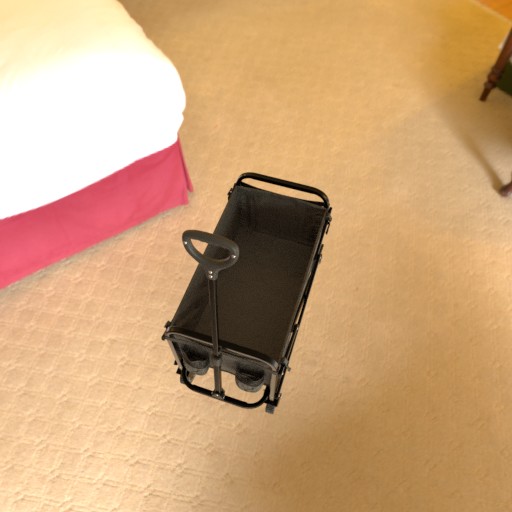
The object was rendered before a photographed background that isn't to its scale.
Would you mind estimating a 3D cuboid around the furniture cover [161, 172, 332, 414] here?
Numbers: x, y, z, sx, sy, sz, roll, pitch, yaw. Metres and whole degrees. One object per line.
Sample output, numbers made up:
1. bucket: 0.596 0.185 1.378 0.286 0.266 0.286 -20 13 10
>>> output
1. furniture cover: 0.000 0.000 1.846 0.532 1.295 1.038 16 59 10
